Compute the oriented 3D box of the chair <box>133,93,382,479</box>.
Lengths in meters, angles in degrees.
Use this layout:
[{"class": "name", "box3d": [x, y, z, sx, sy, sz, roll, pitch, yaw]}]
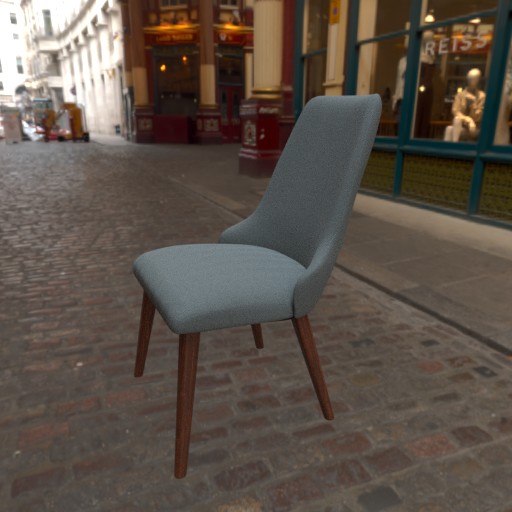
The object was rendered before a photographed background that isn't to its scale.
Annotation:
[{"class": "chair", "box3d": [0.000, 0.000, 1.329, 0.707, 0.918, 0.535, -8, 20, -24]}]
